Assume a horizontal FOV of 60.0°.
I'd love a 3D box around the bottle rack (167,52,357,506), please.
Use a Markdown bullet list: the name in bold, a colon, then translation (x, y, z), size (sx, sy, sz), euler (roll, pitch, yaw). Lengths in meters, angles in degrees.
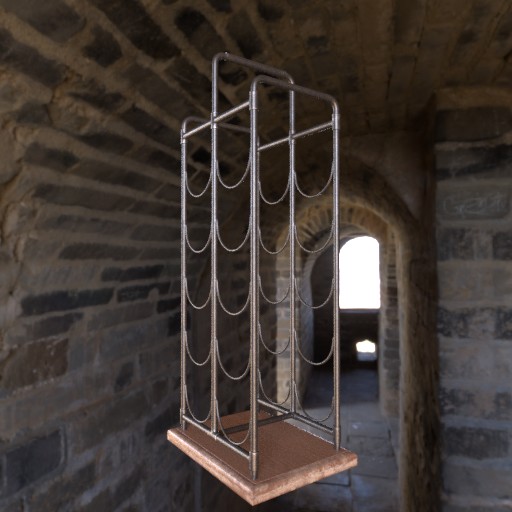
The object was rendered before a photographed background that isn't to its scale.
- **bottle rack**: translation (0.000, 0.000, 0.774), size (0.208, 0.680, 0.276), euler (1, -1, -35)
